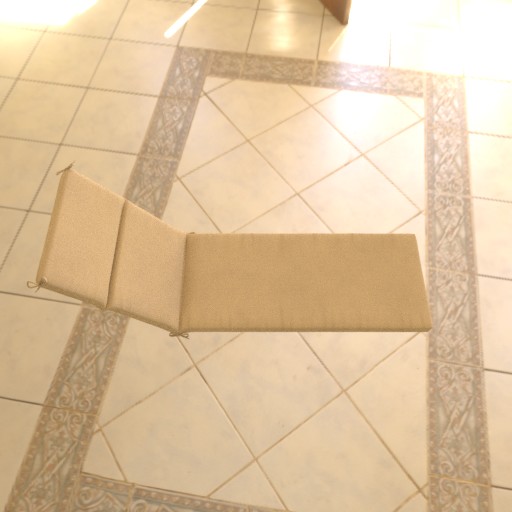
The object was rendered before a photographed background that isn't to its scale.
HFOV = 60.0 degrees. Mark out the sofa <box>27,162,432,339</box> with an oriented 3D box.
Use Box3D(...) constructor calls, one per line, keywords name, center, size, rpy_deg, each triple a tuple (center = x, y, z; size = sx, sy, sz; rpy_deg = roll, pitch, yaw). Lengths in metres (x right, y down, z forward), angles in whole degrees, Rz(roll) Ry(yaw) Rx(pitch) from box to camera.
Box3D(name="sofa", center=(0.000, 0.000, 1.966), size=(1.663, 0.622, 0.582), rpy_deg=(0, 63, 0))
